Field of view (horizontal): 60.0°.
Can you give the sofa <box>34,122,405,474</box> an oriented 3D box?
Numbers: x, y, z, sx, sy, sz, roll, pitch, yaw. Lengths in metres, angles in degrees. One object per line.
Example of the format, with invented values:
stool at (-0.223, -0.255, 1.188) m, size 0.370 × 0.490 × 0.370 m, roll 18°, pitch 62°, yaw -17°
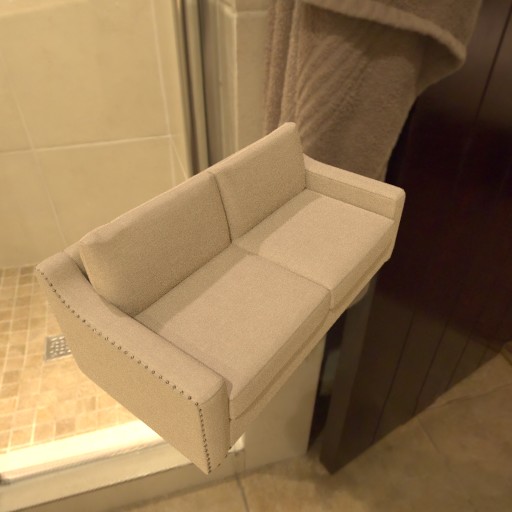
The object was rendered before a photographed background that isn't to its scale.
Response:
sofa at (0.000, 0.000, 2.723) m, size 1.104 × 0.983 × 2.107 m, roll 25°, pitch 45°, yaw 28°
